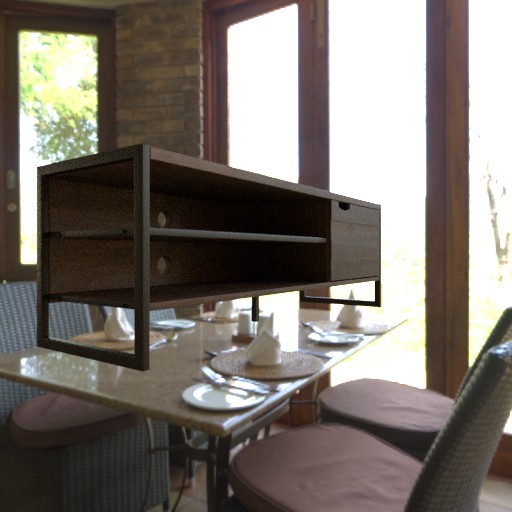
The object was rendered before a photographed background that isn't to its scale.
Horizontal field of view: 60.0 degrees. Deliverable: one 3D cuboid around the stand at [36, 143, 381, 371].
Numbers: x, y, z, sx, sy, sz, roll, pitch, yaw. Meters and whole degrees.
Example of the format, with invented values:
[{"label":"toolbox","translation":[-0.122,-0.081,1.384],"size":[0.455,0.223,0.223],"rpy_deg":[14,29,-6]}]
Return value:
[{"label":"stand","translation":[0.000,0.000,1.711],"size":[0.454,0.506,1.480],"rpy_deg":[0,0,36]}]
